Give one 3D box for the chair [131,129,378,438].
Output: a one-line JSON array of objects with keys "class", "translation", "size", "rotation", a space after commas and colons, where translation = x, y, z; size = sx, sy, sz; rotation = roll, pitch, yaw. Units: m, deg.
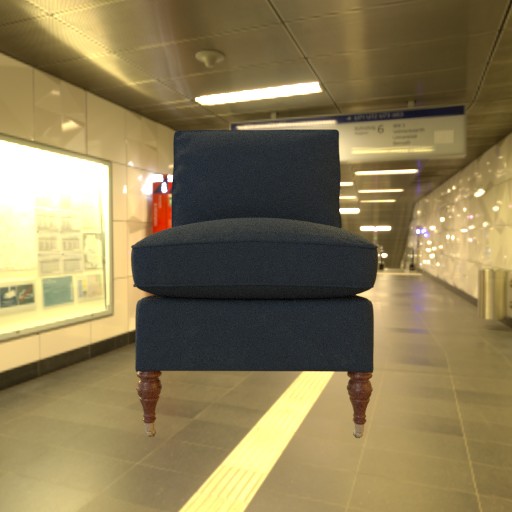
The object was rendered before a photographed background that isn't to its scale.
[{"class": "chair", "translation": [0.000, 0.000, 1.656], "size": [0.724, 1.052, 0.912], "rotation": [0, 2, 1]}]
